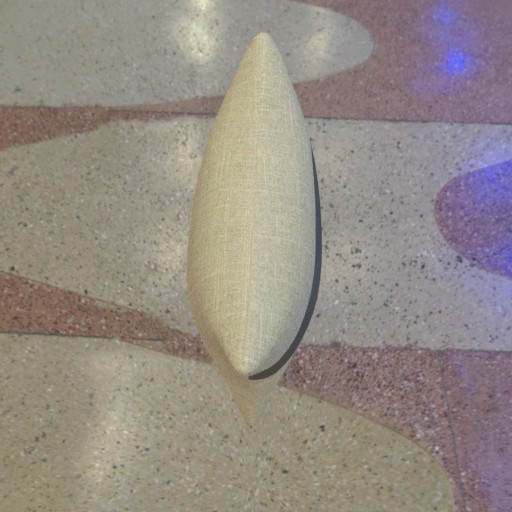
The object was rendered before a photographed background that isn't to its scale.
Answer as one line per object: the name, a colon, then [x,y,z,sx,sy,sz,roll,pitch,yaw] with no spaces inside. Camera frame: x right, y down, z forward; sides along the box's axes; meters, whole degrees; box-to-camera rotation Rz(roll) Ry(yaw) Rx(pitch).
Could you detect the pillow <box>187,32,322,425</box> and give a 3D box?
pillow: [0.000,0.000,0.622,0.173,0.399,0.414,2,63,1]
